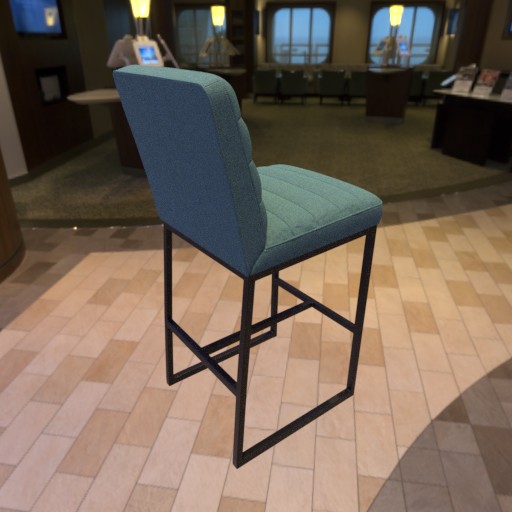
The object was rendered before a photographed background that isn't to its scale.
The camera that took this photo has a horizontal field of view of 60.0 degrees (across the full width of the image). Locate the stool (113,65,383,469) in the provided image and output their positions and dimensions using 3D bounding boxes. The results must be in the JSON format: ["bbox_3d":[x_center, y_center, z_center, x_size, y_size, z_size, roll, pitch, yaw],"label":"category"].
[{"bbox_3d":[0.000,0.000,1.306,0.560,1.040,0.460,-18,32,-33],"label":"stool"}]
